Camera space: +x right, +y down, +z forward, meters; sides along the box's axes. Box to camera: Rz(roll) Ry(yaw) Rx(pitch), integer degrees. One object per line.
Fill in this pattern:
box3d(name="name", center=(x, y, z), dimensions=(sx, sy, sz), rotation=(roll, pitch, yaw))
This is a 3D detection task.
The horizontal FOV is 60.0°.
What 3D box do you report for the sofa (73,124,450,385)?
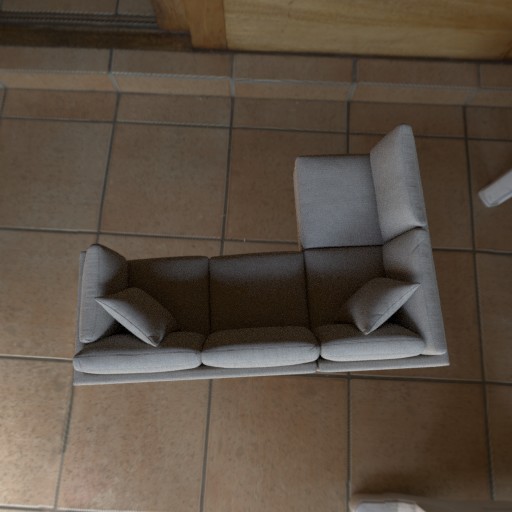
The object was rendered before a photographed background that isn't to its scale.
box3d(name="sofa", center=(0.000, 0.000, 3.823), dimensions=(2.896, 0.978, 1.994), rotation=(-3, 75, -1))
